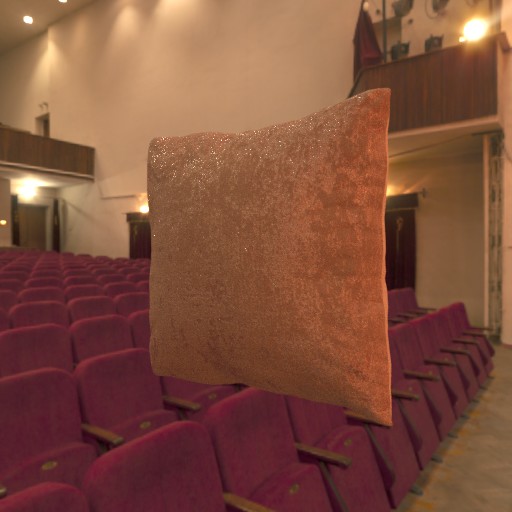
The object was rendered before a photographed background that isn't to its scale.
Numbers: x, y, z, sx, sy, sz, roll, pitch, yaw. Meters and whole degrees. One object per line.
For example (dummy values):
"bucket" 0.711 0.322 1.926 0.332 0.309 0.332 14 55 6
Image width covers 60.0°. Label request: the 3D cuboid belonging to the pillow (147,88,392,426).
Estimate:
"pillow" 0.000 0.000 0.714 0.450 0.448 0.245 0 0 36
